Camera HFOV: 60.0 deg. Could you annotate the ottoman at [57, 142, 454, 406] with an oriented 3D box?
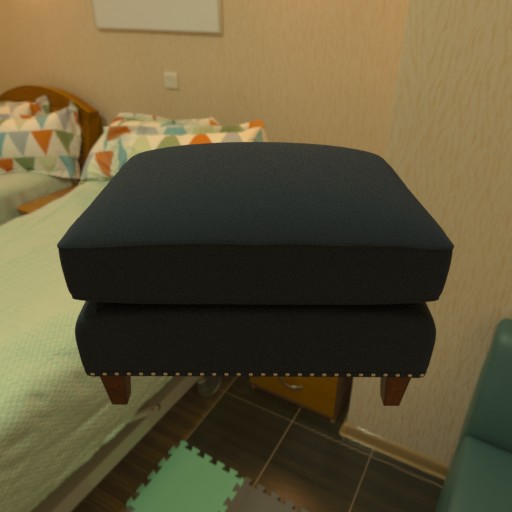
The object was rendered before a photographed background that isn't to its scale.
[{"bbox_3d":[0.000,0.000,1.132,0.741,0.513,0.584,0,29,0],"label":"ottoman"}]
